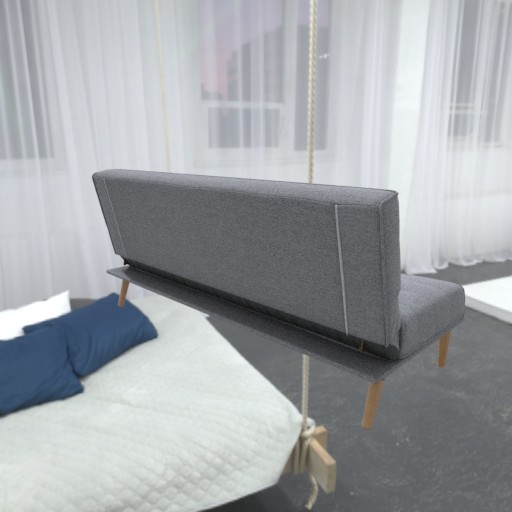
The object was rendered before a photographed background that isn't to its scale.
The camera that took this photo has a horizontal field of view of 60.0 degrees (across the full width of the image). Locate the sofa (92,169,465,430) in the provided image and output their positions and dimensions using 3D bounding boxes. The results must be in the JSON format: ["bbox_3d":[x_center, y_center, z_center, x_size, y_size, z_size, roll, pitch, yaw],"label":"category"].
[{"bbox_3d":[0.000,0.000,2.249,1.820,0.830,0.810,14,20,43],"label":"sofa"}]
